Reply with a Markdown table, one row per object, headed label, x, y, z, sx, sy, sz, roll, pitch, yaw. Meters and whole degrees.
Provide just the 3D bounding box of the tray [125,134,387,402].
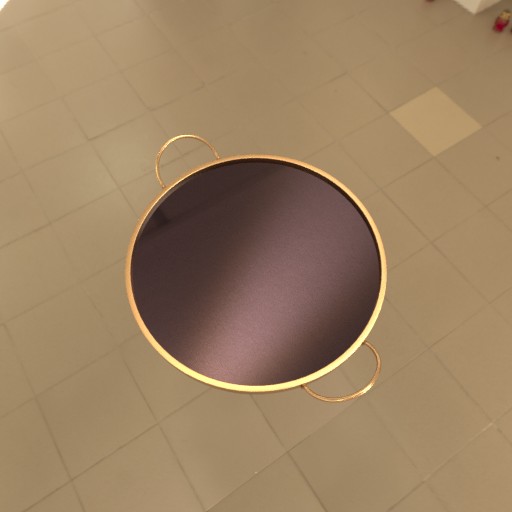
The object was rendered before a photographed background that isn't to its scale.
| label | x | y | z | sx | sy | sz | roll | pitch | yaw |
| --- | --- | --- | --- | --- | --- | --- | --- | --- | --- |
| tray | 0.000 | 0.000 | 0.741 | 0.438 | 0.069 | 0.543 | -31 | 68 | -14 |
